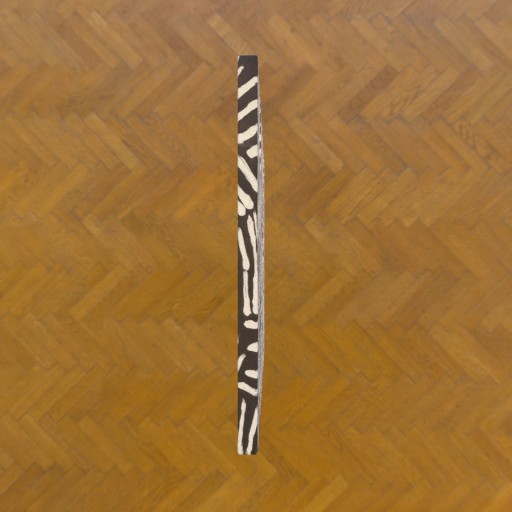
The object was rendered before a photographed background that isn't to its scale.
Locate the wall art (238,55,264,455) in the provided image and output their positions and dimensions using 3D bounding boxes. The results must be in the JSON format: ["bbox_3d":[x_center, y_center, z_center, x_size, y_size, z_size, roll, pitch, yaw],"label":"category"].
[{"bbox_3d":[0.000,0.000,1.353,0.038,1.017,0.765,0,90,2],"label":"wall art"}]
